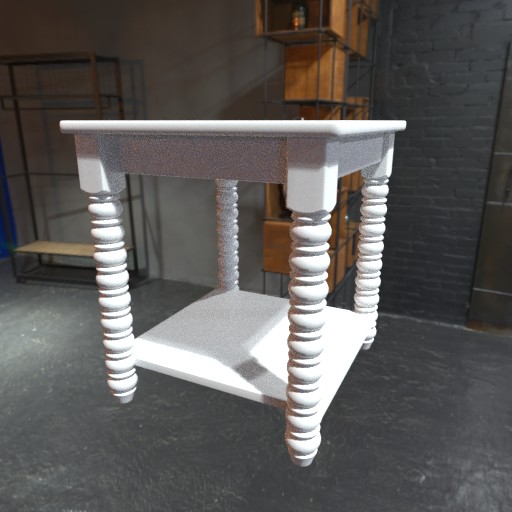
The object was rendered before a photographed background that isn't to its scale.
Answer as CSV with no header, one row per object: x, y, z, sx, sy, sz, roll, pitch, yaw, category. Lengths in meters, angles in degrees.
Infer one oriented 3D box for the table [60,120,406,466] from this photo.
0.000,0.000,0.964,0.500,0.563,0.533,8,19,25,table
